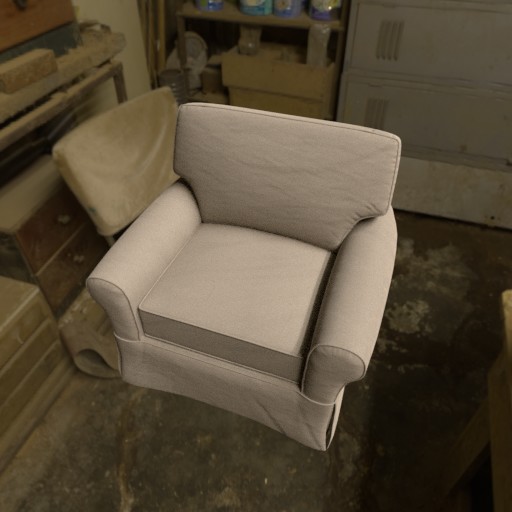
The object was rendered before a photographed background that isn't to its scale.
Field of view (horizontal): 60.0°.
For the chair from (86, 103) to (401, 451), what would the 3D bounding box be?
[{"bbox_3d":[0.000,0.000,1.925,1.135,1.017,0.988,14,43,15],"label":"chair"}]
